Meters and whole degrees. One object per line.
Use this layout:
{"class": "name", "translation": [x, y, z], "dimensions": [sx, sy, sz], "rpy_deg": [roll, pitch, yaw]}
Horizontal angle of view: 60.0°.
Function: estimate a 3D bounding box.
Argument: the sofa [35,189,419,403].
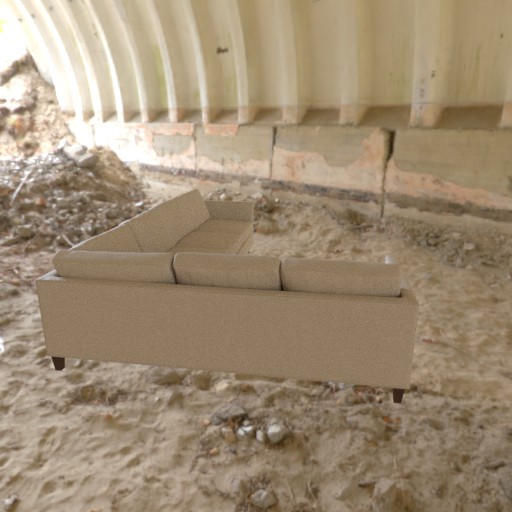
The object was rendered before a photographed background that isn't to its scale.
{"class": "sofa", "translation": [0.000, 0.000, 4.261], "dimensions": [2.432, 0.863, 3.182], "rpy_deg": [3, 17, 9]}
